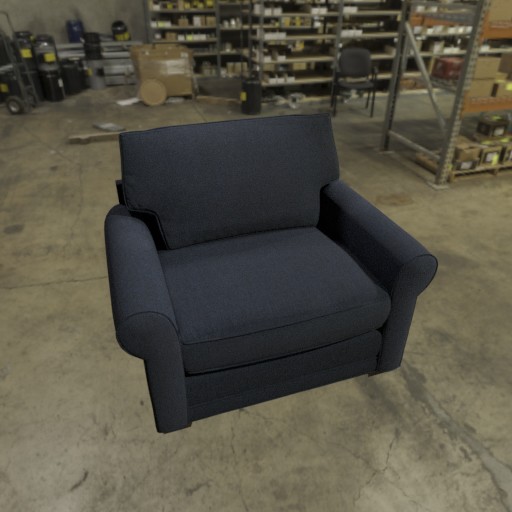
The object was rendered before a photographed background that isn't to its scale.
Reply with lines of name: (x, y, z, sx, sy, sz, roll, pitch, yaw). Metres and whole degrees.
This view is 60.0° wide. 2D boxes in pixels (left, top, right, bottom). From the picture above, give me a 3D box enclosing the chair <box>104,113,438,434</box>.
chair: (0.000, 0.000, 2.029, 1.285, 1.044, 0.963, -10, 34, -16)
